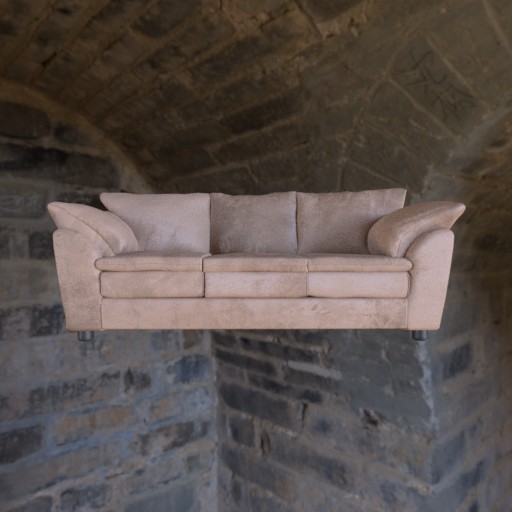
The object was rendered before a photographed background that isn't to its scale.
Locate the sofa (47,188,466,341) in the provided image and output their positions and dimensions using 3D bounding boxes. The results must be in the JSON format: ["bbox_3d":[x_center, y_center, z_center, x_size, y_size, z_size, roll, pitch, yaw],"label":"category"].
[{"bbox_3d":[0.000,0.000,2.891,2.377,0.981,0.893,0,-1,-1],"label":"sofa"}]
